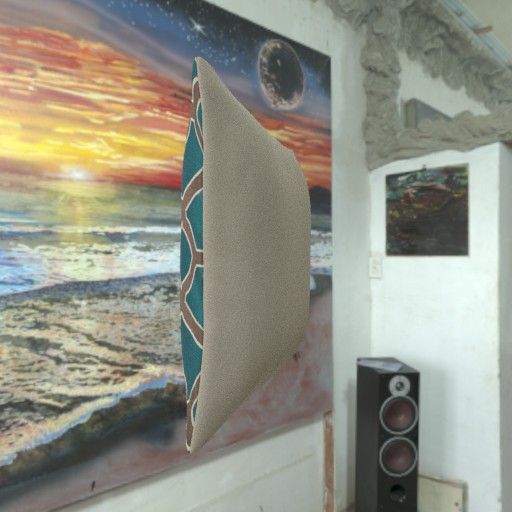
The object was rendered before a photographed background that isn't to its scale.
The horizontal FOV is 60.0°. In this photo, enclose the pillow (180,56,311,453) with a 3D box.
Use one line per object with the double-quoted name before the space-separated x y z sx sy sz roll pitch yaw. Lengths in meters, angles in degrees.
"pillow" 0.000 0.000 0.812 0.166 0.507 0.526 0 0 18
